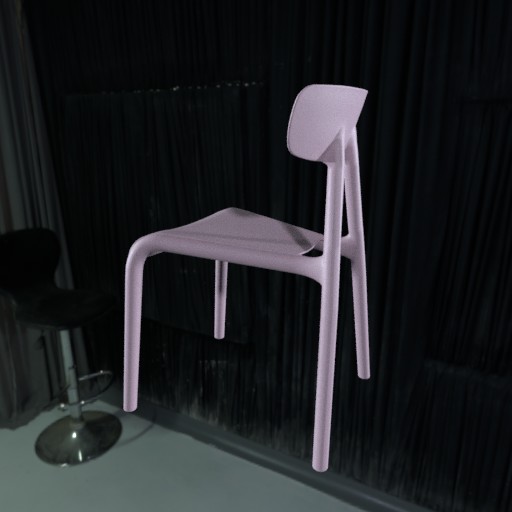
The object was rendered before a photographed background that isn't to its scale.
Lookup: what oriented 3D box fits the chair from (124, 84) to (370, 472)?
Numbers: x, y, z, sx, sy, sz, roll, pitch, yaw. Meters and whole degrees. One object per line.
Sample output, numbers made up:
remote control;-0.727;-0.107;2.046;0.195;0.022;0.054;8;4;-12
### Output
chair;0.000;0.000;0.835;0.401;0.580;0.356;8;19;25
